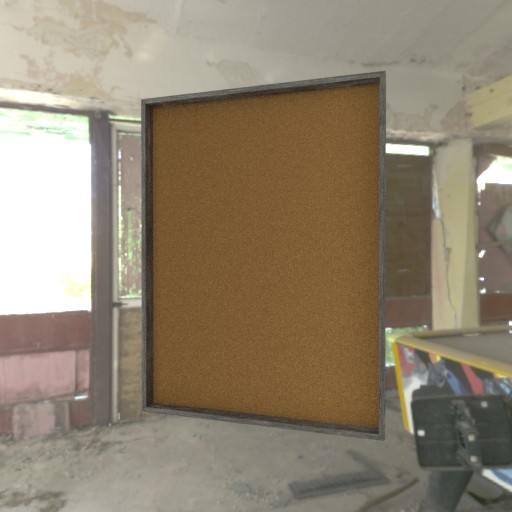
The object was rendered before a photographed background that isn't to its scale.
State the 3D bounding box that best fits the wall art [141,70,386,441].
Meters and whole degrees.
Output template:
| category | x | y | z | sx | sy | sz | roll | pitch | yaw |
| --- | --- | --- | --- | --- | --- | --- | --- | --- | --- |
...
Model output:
| category | x | y | z | sx | sy | sz | roll | pitch | yaw |
| --- | --- | --- | --- | --- | --- | --- | --- | --- | --- |
| wall art | 0.000 | 0.000 | 1.359 | 0.762 | 1.016 | 0.063 | 0 | 1 | 17 |
